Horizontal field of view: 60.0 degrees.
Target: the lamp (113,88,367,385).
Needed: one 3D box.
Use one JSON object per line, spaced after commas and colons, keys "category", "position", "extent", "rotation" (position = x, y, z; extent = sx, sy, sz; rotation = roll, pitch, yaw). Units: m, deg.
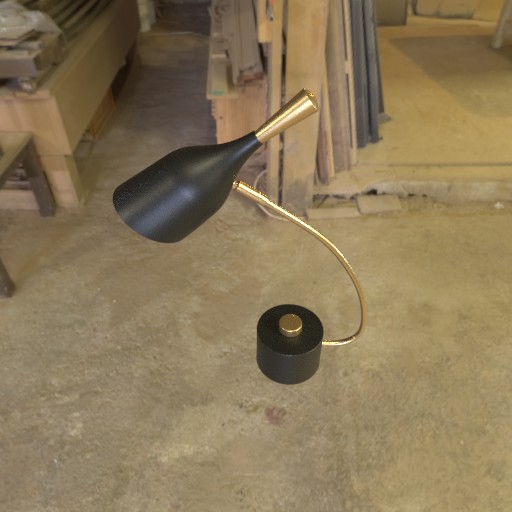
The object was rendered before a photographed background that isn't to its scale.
{"category": "lamp", "position": [0.000, 0.000, 0.618], "extent": [0.352, 0.464, 0.110], "rotation": [0, 41, 0]}
